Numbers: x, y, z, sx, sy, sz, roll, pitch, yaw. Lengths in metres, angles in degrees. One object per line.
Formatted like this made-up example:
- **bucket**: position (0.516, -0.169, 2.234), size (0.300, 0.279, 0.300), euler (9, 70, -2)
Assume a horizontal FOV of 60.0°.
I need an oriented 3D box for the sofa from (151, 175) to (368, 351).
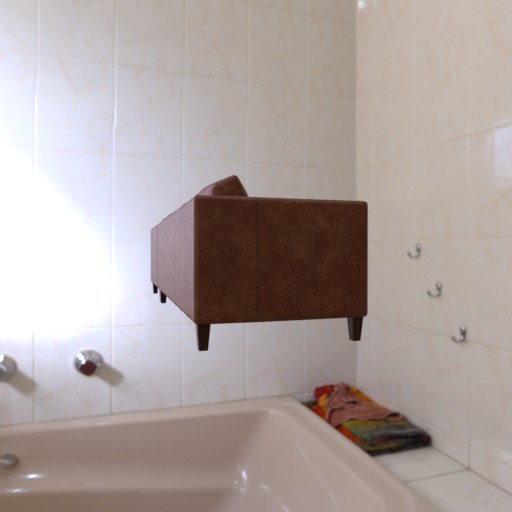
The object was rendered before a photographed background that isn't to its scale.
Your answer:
- **sofa**: position (0.000, 0.000, 3.839), size (1.581, 0.883, 3.203), euler (0, 1, -17)
